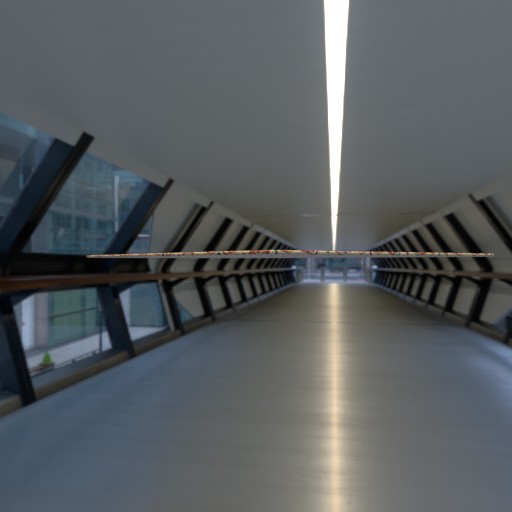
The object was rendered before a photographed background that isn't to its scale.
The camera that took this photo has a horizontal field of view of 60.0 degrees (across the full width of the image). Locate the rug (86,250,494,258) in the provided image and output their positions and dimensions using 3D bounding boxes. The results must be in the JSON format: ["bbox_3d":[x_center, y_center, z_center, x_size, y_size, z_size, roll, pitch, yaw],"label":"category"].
[{"bbox_3d":[0.000,0.000,2.308,1.226,0.013,1.838,0,-1,-36],"label":"rug"}]
